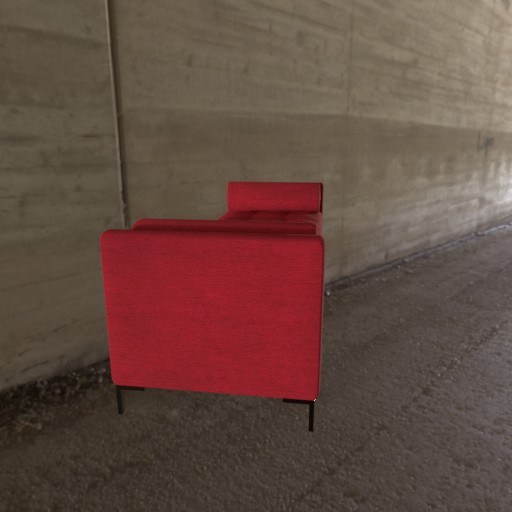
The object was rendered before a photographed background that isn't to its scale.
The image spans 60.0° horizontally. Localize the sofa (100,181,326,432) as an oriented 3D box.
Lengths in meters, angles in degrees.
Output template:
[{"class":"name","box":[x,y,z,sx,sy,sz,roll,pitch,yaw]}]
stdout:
[{"class":"sofa","box":[0.000,0.000,2.314,0.686,0.635,1.981,2,14,8]}]
